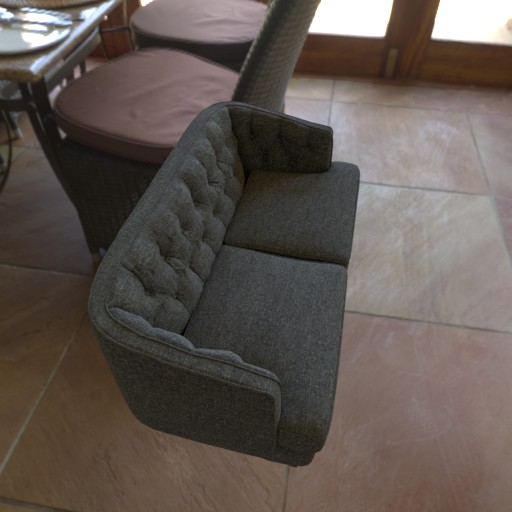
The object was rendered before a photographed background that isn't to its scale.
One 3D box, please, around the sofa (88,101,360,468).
[{"bbox_3d":[0.000,0.000,2.227,0.941,0.855,1.733,10,47,9],"label":"sofa"}]
